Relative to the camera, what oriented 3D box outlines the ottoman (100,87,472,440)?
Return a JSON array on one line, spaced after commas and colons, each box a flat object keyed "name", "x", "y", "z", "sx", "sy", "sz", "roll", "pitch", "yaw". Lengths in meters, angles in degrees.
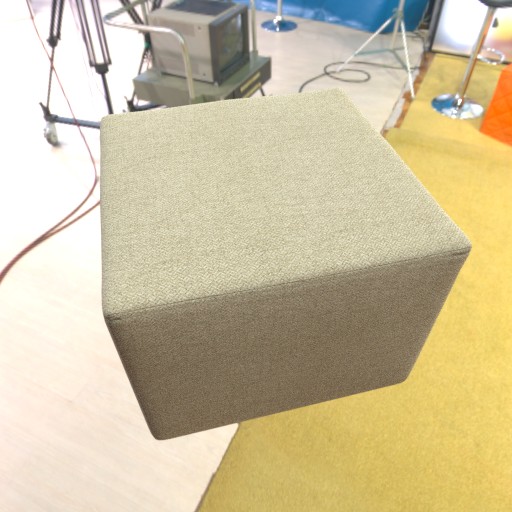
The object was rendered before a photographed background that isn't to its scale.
[{"name": "ottoman", "x": 0.000, "y": 0.000, "z": 0.865, "sx": 0.508, "sy": 0.432, "sz": 0.508, "roll": -10, "pitch": 46, "yaw": -10}]
